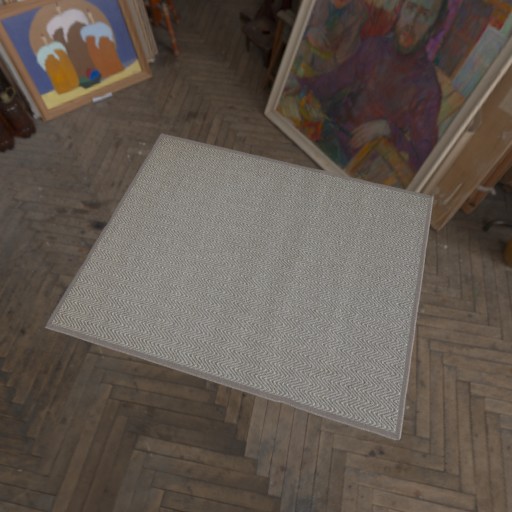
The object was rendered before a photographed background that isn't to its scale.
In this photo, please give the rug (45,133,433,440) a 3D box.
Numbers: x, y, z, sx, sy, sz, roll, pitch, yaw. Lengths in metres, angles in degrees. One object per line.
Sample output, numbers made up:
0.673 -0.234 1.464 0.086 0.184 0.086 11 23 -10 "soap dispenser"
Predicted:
0.000 0.000 4.125 3.007 0.032 2.434 15 60 9 "rug"
